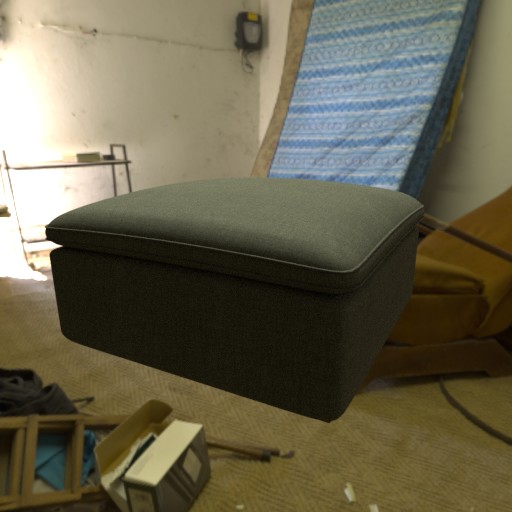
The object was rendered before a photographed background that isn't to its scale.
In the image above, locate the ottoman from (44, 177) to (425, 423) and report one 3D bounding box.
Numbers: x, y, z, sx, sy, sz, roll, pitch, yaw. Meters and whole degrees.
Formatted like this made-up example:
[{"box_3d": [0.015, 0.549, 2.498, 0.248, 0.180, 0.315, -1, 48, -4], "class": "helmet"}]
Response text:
[{"box_3d": [0.000, 0.000, 1.697, 1.067, 0.559, 1.067, 9, 18, 27], "class": "ottoman"}]
